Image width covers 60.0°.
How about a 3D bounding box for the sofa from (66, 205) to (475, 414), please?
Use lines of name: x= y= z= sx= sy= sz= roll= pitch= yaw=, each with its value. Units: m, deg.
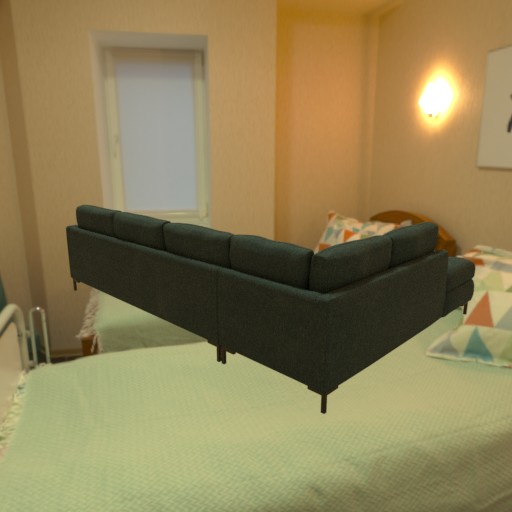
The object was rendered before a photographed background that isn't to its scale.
sofa: x=0.000 y=0.000 z=3.787 sx=2.949 sy=0.815 sz=2.007 roll=13 pitch=19 yaw=43
